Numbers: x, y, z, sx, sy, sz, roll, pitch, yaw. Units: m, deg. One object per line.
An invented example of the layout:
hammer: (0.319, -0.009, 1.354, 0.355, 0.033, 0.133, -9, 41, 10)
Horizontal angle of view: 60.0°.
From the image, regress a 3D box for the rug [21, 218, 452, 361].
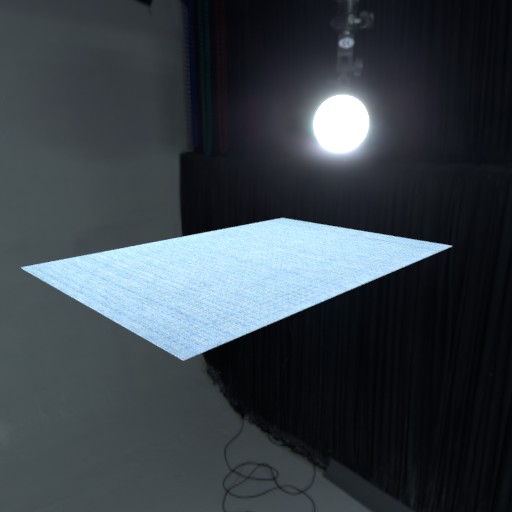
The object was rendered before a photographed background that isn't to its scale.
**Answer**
rug: (0.000, 0.000, 3.567, 1.982, 0.006, 2.895, 14, 21, 43)
